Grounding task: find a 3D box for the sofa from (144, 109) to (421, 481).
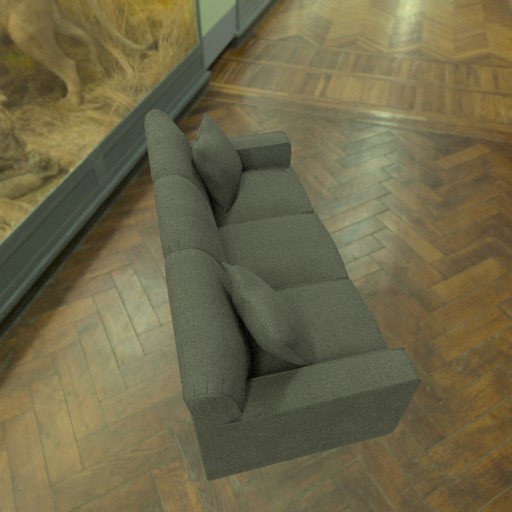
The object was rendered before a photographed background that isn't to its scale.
[{"bbox_3d":[0.000,0.000,2.539,0.997,0.958,2.024,-10,47,-10],"label":"sofa"}]
